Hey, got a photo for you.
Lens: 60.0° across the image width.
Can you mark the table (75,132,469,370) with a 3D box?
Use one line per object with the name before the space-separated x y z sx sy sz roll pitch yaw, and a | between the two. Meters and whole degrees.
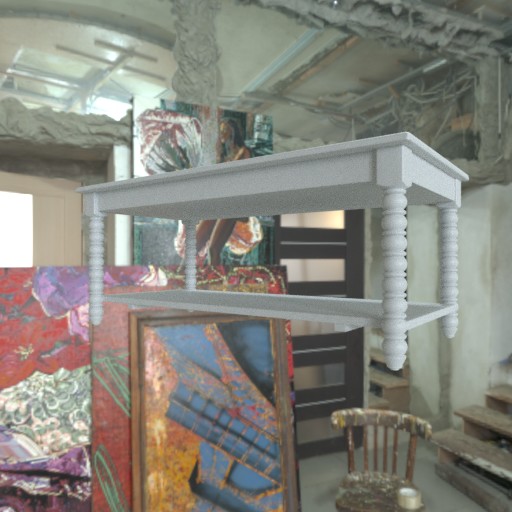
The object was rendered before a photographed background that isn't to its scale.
table | 0.000 0.000 1.447 1.171 0.487 0.580 0 -1 36
